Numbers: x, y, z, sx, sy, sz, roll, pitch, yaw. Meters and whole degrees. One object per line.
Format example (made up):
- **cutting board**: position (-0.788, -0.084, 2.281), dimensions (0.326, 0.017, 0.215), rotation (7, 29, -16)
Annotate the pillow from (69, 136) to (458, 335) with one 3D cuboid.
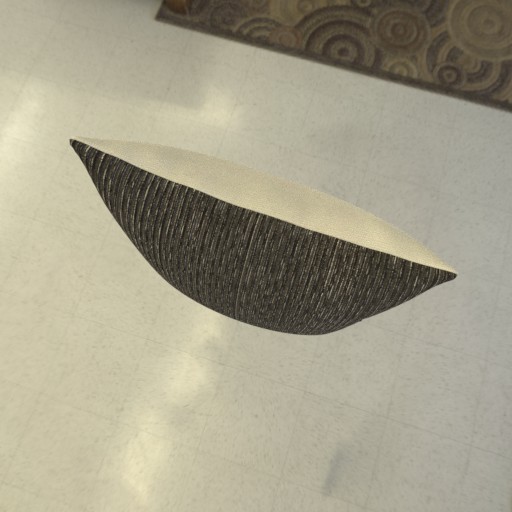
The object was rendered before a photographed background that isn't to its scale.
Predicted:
- **pillow**: position (0.000, 0.000, 0.666), dimensions (0.433, 0.434, 0.196), rotation (20, 77, 5)
